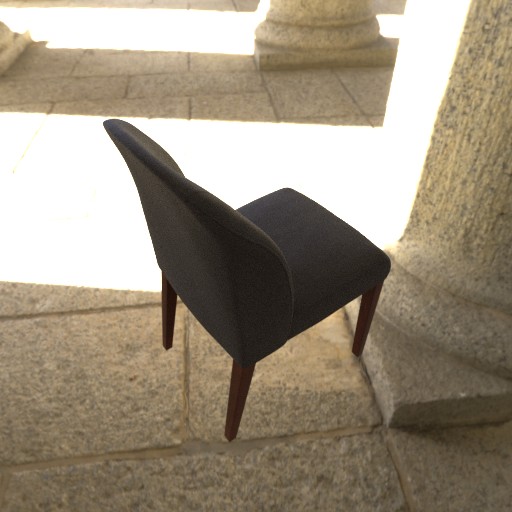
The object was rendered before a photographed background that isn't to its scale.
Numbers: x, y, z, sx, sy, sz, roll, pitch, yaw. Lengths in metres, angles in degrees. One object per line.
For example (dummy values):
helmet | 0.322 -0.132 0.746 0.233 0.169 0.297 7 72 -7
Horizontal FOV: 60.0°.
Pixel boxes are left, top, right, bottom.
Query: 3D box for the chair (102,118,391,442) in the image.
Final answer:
chair | 0.000 0.000 1.245 0.619 0.879 0.506 -25 47 -26
